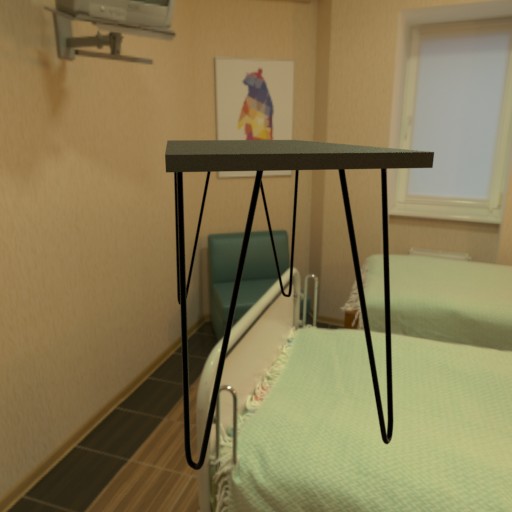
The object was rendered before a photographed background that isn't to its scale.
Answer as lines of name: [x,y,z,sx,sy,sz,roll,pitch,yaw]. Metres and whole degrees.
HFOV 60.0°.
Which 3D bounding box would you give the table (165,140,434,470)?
table: [0.000,0.000,1.351,0.499,0.660,0.991,-3,16,-10]
